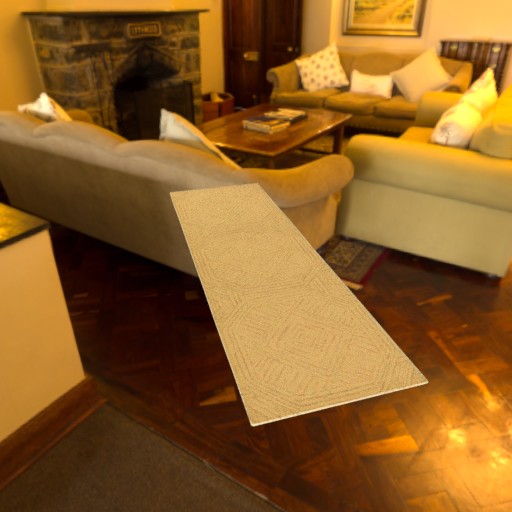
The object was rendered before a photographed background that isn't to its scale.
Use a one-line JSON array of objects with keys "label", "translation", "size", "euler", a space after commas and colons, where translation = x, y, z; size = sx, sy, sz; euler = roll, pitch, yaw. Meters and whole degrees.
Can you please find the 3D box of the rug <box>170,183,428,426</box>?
[{"label": "rug", "translation": [0.000, 0.000, 2.771], "size": [0.775, 0.012, 2.452], "euler": [-8, 31, -14]}]
